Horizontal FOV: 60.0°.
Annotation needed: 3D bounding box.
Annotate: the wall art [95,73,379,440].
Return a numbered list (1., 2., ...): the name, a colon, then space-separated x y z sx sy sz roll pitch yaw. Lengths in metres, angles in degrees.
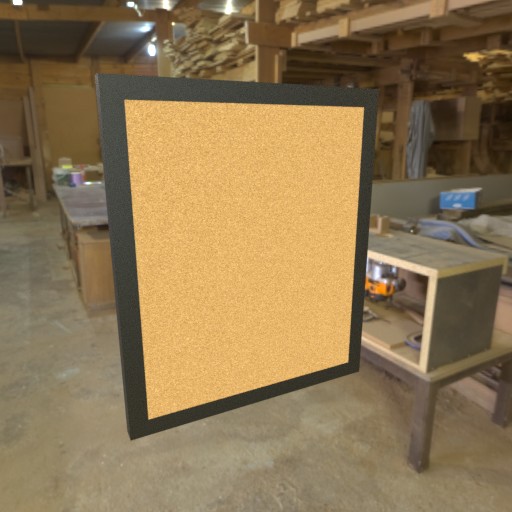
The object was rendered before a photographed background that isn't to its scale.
1. wall art: 0.000 0.000 0.696 0.432 0.508 0.025 -8 17 -26
